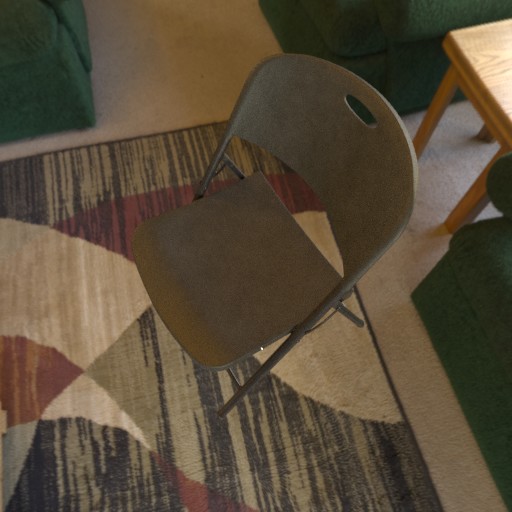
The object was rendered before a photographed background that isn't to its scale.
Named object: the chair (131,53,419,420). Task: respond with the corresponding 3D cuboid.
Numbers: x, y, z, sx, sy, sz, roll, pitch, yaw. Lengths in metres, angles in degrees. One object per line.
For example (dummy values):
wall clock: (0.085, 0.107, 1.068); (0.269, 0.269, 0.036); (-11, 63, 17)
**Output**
chair: (0.000, 0.000, 1.135); (0.566, 0.810, 0.494); (-30, 68, -14)
